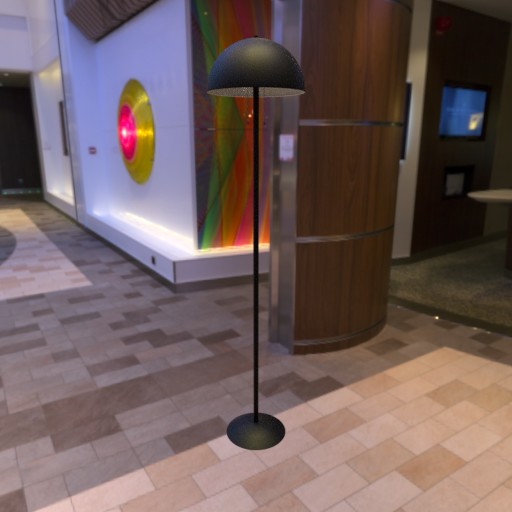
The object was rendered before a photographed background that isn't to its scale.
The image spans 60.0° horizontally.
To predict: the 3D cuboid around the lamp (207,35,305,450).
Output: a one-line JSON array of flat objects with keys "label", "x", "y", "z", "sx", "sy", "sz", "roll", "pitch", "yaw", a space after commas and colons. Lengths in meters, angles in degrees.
[{"label": "lamp", "x": 0.000, "y": 0.000, "z": 1.630, "sx": 0.328, "sy": 1.480, "sz": 0.328, "roll": 3, "pitch": 15, "yaw": 10}]
